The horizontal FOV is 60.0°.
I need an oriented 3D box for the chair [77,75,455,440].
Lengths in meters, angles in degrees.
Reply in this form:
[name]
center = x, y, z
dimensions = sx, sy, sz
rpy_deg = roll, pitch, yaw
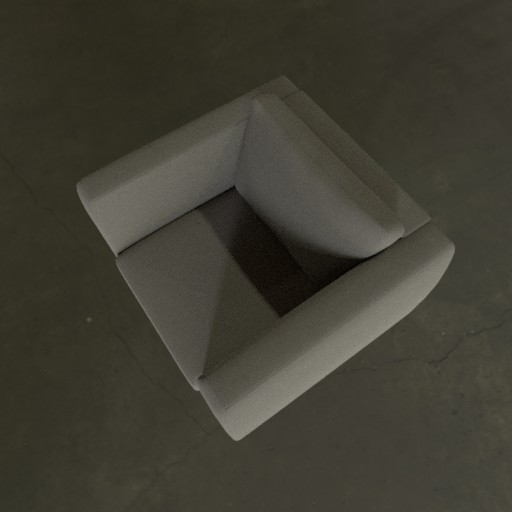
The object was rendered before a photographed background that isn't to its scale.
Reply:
[chair]
center = 0.000, 0.000, 1.723
dimensions = 0.930, 0.860, 1.000
rpy_deg = -32, 68, -15
